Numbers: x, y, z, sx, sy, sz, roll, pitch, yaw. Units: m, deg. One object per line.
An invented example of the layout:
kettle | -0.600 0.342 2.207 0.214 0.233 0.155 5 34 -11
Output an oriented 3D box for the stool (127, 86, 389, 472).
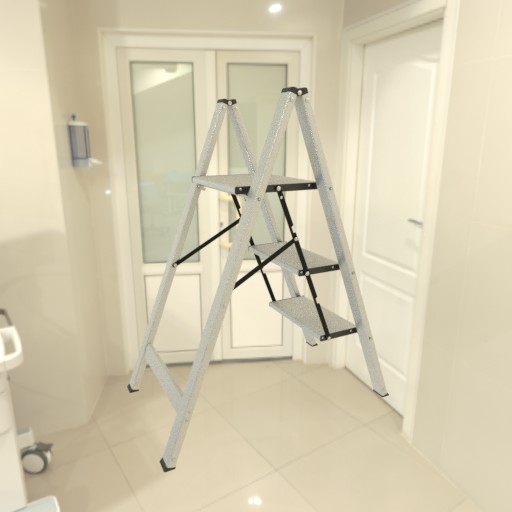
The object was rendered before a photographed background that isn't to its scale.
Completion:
stool | 0.000 0.000 1.313 0.730 0.902 0.441 -8 17 -26
